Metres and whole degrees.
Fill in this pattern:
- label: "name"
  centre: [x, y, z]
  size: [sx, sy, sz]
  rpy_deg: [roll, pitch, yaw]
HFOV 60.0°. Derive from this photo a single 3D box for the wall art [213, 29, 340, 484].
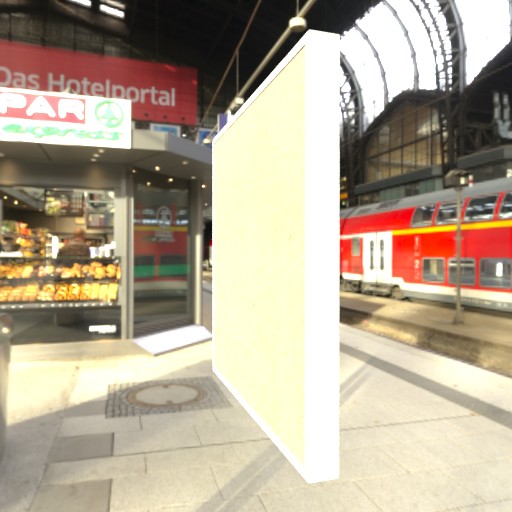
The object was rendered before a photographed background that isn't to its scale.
- label: "wall art"
  centre: [0.000, 0.000, 0.743]
  size: [0.038, 0.508, 0.508]
  rpy_deg: [0, 0, -18]
